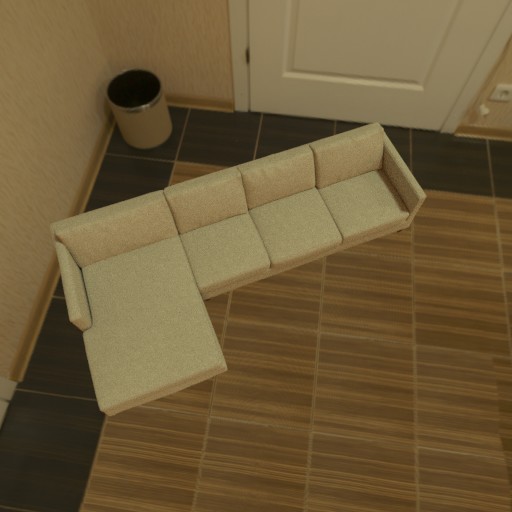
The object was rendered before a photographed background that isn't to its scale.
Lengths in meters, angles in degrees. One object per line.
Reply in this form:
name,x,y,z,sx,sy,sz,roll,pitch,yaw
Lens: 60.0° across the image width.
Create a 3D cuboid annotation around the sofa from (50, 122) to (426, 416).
sofa,0.000,0.000,3.936,3.186,0.846,1.625,-19,65,-9
